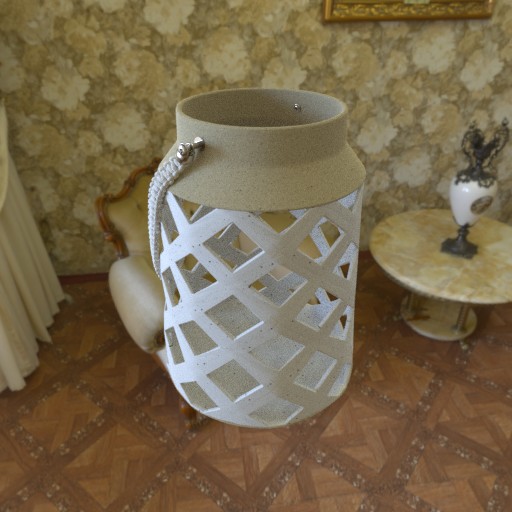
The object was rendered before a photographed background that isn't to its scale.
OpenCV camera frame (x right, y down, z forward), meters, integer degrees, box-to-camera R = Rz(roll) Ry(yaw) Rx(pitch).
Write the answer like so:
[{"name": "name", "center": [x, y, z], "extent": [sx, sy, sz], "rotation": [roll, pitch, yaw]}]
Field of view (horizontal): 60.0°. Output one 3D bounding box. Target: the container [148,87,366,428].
[{"name": "container", "center": [0.000, 0.000, 0.343], "extent": [0.172, 0.229, 0.163], "rotation": [21, 37, 30]}]
